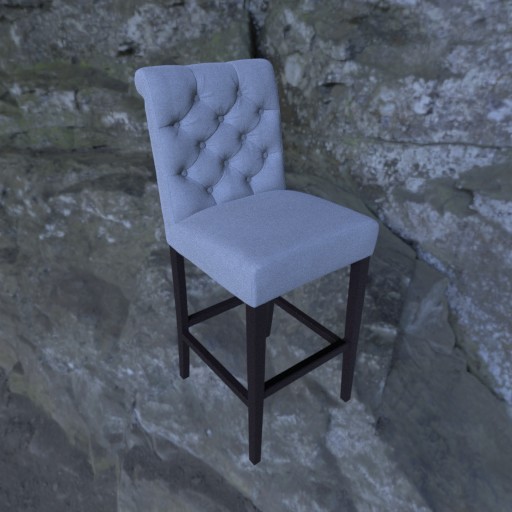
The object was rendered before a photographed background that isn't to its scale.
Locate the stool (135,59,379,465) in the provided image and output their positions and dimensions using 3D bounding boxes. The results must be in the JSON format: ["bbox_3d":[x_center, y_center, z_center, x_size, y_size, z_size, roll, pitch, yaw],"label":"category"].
[{"bbox_3d":[0.000,0.000,1.463,0.493,1.140,0.601,-20,35,-32],"label":"stool"}]
